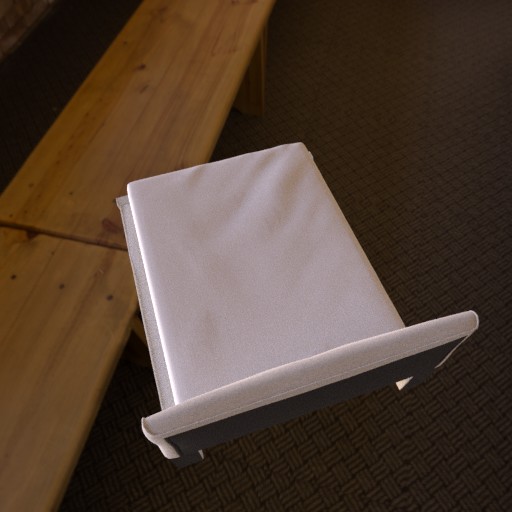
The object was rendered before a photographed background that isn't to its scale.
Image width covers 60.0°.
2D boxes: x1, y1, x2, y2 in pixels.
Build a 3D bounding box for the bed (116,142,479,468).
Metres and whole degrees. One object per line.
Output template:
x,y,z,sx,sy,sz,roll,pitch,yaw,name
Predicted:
0.000,0.000,3.456,1.980,1.126,2.498,-15,59,-10,bed
